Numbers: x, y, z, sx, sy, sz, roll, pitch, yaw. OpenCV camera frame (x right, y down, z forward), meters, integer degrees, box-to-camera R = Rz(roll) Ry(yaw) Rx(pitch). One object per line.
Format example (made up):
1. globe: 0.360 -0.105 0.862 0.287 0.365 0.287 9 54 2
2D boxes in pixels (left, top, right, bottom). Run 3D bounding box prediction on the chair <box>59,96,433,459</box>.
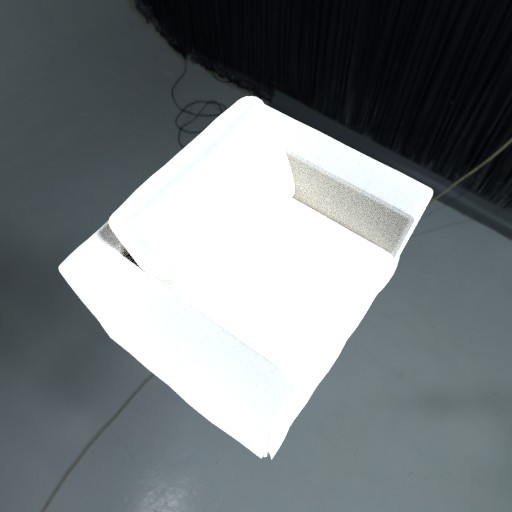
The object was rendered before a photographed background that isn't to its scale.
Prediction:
1. chair: 0.000 0.000 1.818 0.957 0.878 1.150 32 65 17
